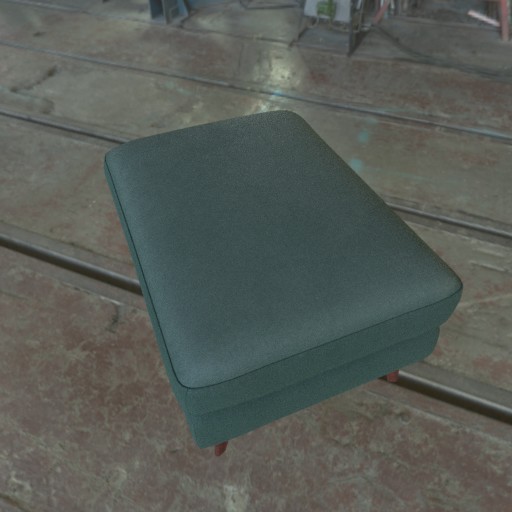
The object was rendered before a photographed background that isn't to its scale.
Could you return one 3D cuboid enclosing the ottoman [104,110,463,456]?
[{"bbox_3d":[0.000,0.000,1.155,0.608,0.449,0.811,-17,48,-16],"label":"ottoman"}]
